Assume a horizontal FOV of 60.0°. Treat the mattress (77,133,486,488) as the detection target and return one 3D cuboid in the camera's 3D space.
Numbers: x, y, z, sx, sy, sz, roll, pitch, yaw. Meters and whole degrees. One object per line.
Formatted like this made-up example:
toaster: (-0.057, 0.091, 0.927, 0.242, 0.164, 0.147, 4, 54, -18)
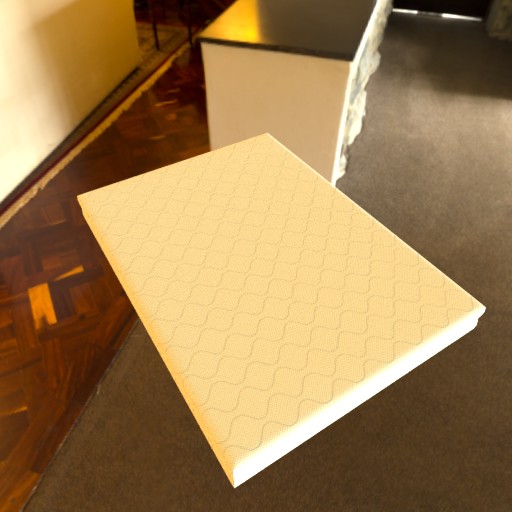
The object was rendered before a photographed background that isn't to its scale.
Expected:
mattress: (0.000, 0.000, 2.467, 1.400, 0.200, 1.900, -24, 50, -22)
